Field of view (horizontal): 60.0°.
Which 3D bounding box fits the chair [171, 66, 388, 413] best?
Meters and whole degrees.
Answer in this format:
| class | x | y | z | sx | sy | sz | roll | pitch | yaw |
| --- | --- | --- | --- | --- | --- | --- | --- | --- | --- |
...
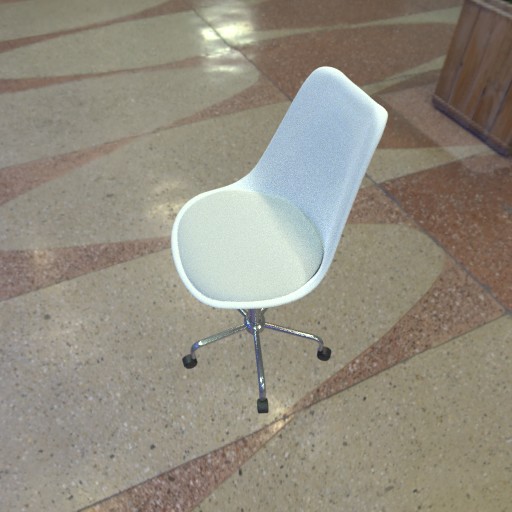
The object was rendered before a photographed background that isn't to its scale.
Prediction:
| class | x | y | z | sx | sy | sz | roll | pitch | yaw |
| --- | --- | --- | --- | --- | --- | --- | --- | --- | --- |
| chair | 0.000 | 0.000 | 1.300 | 0.550 | 0.930 | 0.550 | -16 | 49 | -15 |
